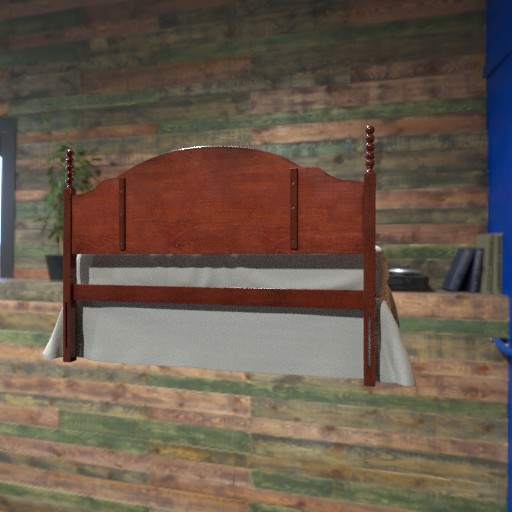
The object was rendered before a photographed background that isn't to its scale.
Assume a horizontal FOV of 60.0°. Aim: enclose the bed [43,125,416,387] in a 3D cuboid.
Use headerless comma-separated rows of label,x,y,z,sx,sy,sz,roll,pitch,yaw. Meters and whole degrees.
bed,0.000,0.000,3.599,2.322,1.355,2.219,0,0,16
